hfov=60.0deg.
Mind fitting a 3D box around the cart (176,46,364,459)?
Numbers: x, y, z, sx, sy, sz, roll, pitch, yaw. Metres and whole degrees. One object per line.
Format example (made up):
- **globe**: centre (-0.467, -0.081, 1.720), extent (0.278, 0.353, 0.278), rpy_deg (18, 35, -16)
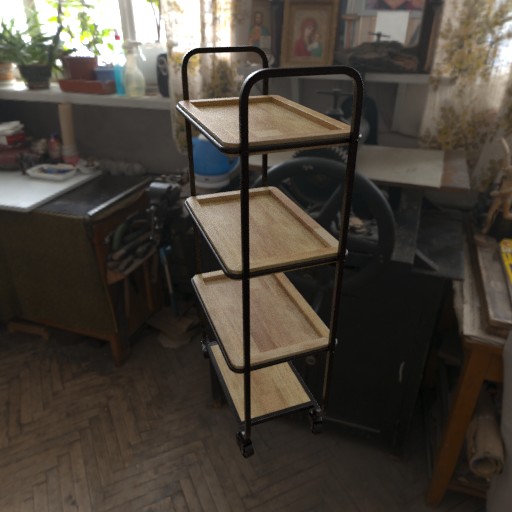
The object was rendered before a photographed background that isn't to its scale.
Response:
- **cart**: centre (0.000, 0.000, 1.300), extent (0.321, 1.080, 0.545), rpy_deg (-10, 31, -18)
